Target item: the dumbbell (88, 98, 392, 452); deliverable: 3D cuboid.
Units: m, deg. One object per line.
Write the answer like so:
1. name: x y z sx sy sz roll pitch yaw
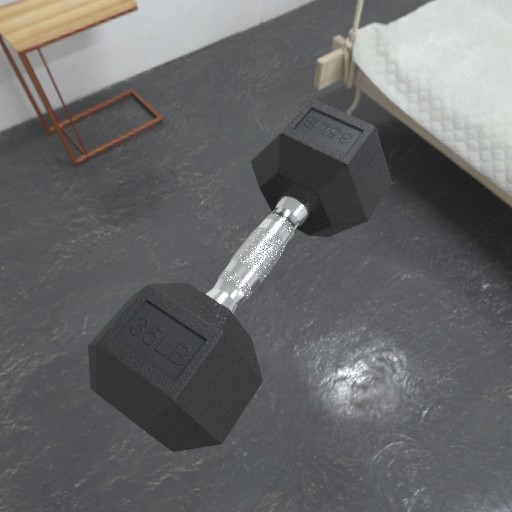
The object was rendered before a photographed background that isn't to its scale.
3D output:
1. dumbbell: 0.000 0.000 0.423 0.141 0.123 0.356 30 64 16
